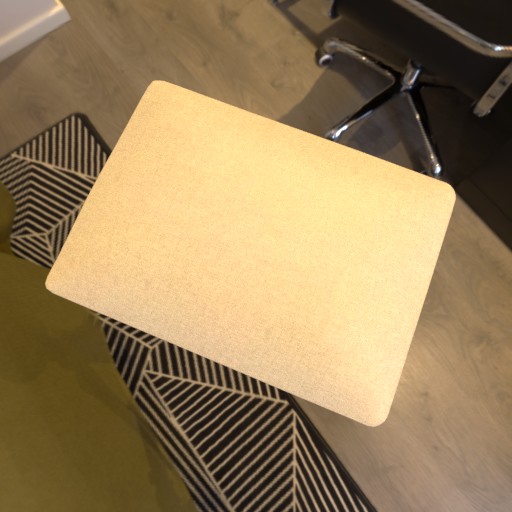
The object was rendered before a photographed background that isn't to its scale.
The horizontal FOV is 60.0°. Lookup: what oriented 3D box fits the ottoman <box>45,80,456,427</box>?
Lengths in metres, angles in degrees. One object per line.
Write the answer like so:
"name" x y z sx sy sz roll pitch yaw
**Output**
"ottoman" 0.000 0.000 1.248 0.843 0.504 0.619 21 77 5
